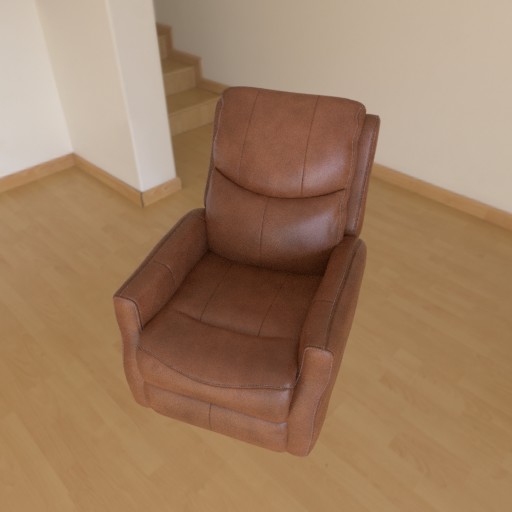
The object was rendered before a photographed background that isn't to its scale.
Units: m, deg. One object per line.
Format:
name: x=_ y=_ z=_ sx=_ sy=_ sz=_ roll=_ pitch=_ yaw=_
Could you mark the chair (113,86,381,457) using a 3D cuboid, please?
chair: x=0.000 y=0.000 z=1.723 sx=0.821 sy=1.016 sz=1.072 roll=12 pitch=41 yaw=14
